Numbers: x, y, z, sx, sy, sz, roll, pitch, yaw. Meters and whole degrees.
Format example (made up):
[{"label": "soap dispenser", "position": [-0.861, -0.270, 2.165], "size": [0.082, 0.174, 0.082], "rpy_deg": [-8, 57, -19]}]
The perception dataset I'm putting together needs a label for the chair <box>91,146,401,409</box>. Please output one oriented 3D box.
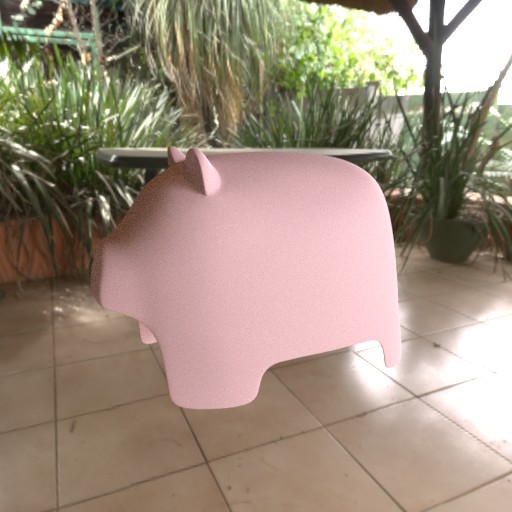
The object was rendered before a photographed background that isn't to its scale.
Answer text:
[{"label": "chair", "position": [0.000, 0.000, 0.879], "size": [0.619, 0.423, 0.364], "rpy_deg": [-7, 17, -24]}]
